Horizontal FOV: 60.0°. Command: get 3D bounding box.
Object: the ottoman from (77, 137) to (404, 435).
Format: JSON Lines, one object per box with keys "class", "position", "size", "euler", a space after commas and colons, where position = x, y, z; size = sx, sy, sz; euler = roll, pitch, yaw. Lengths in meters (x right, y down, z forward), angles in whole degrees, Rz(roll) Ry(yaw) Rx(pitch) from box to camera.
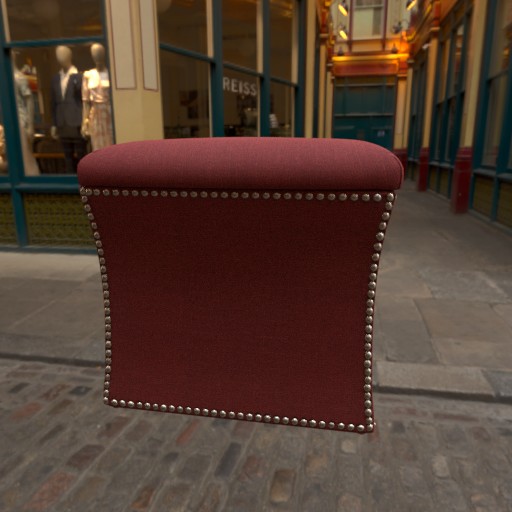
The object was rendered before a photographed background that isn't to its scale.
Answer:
{"class": "ottoman", "position": [0.000, 0.000, 0.917], "size": [0.507, 0.475, 0.497], "euler": [2, 15, 10]}
